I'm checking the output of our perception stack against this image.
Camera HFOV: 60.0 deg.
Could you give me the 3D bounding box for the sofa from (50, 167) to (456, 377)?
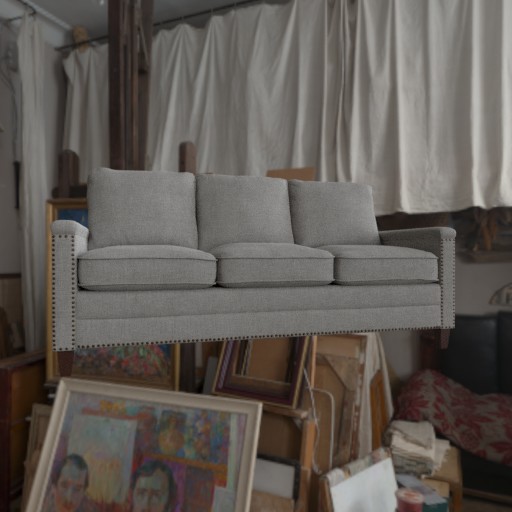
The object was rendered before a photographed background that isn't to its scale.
[{"bbox_3d":[0.000,0.000,2.386,1.925,0.959,0.828,0,1,-16],"label":"sofa"}]
